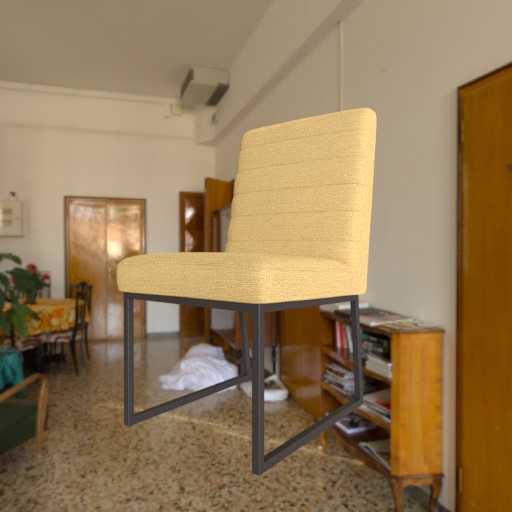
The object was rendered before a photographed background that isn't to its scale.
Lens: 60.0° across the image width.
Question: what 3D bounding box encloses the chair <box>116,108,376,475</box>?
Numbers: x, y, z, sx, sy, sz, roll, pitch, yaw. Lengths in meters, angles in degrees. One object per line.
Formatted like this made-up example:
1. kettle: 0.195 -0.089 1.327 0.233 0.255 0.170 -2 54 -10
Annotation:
1. chair: 0.000 0.000 1.317 0.520 0.930 0.634 1 1 37
